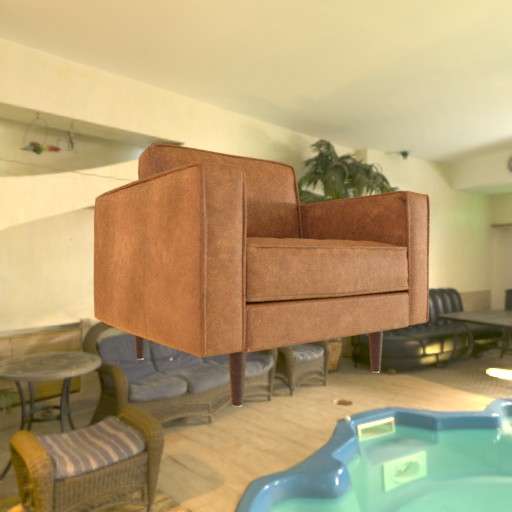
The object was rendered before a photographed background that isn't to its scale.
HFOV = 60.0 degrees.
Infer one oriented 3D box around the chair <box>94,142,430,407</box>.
[{"bbox_3d":[0.000,0.000,1.535,0.928,0.767,0.798,0,0,-37],"label":"chair"}]
